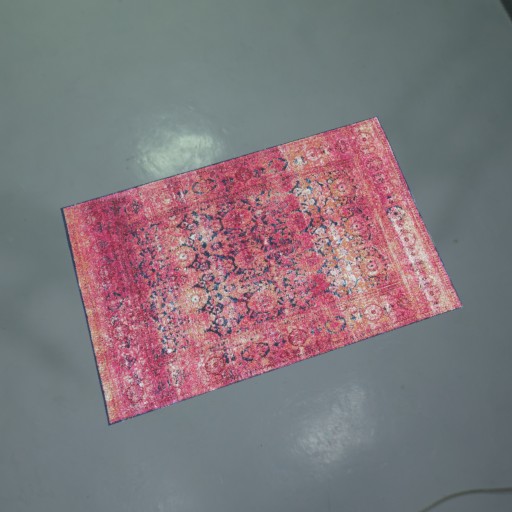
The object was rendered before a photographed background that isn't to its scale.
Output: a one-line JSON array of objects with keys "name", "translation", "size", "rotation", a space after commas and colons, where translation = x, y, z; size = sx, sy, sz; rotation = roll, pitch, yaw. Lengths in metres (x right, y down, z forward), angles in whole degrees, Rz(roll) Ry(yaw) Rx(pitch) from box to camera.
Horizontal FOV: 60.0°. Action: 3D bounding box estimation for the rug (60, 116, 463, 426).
[{"name": "rug", "translation": [0.000, 0.000, 3.072], "size": [2.449, 0.018, 1.539], "rotation": [-17, 75, -5]}]
